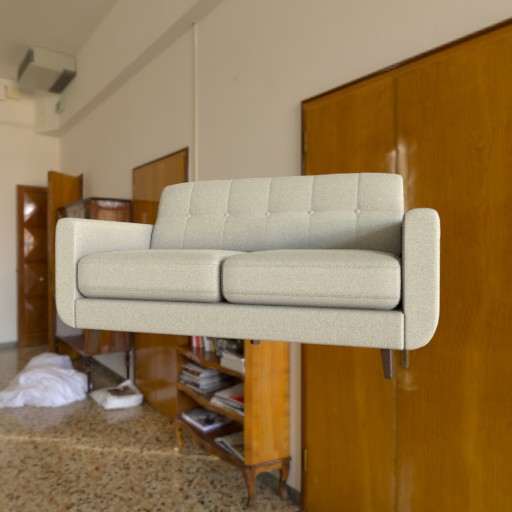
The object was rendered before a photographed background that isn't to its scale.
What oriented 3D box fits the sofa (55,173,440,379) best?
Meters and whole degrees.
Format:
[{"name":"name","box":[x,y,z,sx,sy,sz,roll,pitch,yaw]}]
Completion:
[{"name":"sofa","box":[0.000,0.000,2.241,1.655,0.892,0.980,0,1,18]}]
